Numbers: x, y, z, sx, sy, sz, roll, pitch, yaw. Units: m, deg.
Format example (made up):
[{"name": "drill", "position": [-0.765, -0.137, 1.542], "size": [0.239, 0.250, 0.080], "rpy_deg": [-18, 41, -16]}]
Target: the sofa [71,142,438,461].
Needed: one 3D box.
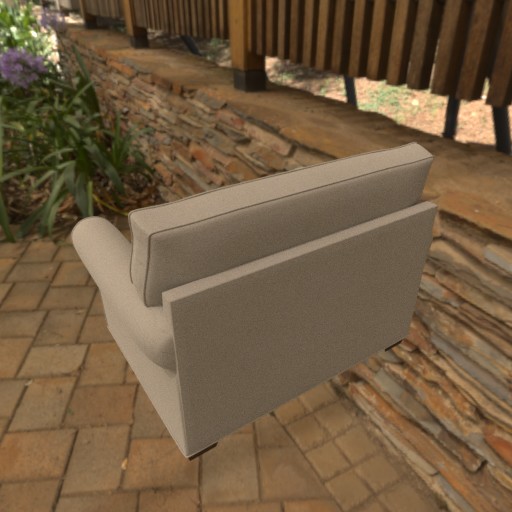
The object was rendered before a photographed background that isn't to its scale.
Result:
[{"name": "sofa", "position": [0.000, 0.000, 2.049], "size": [1.405, 1.006, 0.937], "rpy_deg": [-19, 35, -29]}]
